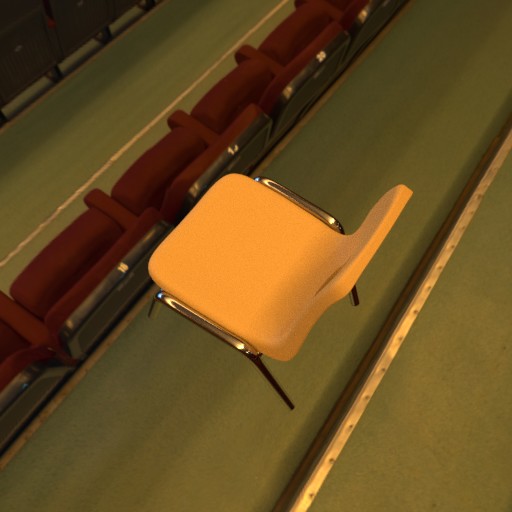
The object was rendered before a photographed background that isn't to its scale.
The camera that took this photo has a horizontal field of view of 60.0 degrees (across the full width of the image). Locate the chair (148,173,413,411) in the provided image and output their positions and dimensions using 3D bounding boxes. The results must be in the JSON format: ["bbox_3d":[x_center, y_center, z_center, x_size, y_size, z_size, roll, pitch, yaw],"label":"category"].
[{"bbox_3d":[0.000,0.000,0.866,0.423,0.586,0.354,32,68,15],"label":"chair"}]
